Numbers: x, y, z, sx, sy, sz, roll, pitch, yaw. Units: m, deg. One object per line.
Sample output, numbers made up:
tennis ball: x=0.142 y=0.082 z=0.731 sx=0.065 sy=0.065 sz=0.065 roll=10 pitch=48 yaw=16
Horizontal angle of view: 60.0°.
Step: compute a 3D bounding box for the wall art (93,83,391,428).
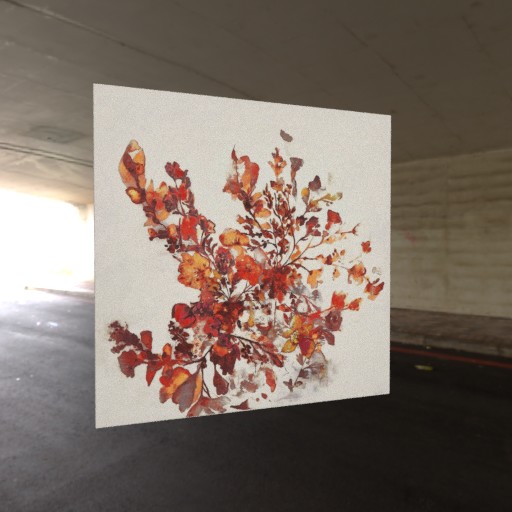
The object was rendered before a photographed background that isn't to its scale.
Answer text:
wall art: x=0.000 y=0.000 z=1.473 sx=1.009 sy=1.009 sz=0.049 roll=0 pitch=1 yaw=-18
